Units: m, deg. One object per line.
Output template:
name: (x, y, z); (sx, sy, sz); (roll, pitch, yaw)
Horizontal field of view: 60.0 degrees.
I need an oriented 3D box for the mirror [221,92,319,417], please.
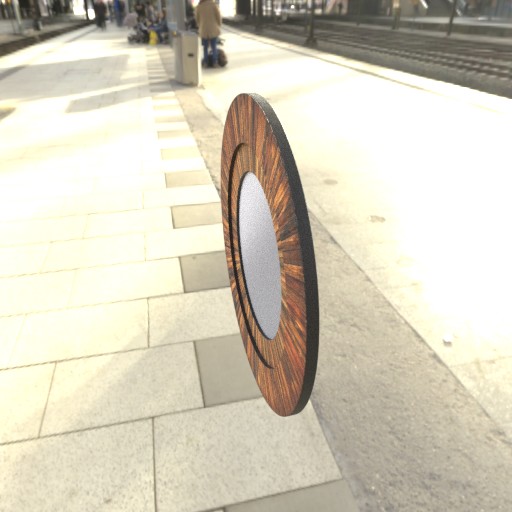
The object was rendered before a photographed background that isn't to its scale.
mirror: (0.000, 0.000, 1.557); (0.036, 1.077, 1.077); (-8, 30, -13)
